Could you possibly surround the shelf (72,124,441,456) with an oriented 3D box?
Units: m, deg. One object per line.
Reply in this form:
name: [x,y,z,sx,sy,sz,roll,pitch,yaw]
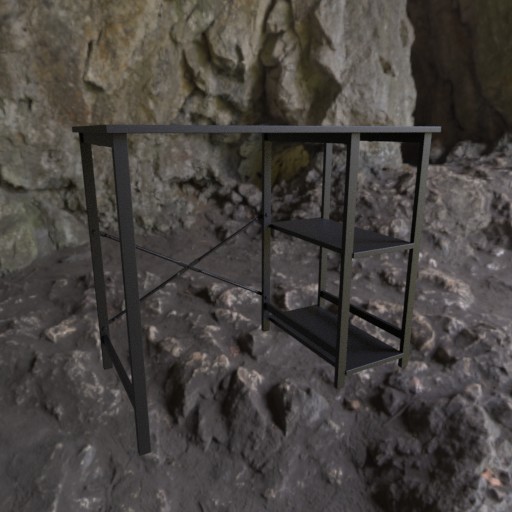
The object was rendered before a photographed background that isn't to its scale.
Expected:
shelf: [0.000,0.000,1.337,0.902,0.749,0.498,-8,18,-27]
